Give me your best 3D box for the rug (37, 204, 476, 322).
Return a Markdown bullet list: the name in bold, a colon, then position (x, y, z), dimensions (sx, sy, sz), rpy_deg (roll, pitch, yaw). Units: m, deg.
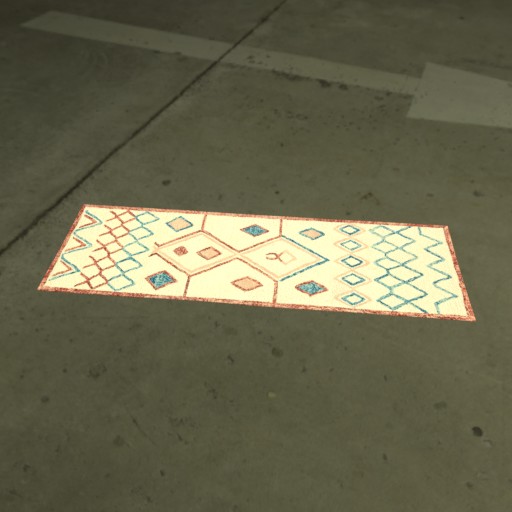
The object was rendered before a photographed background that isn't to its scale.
- **rug**: position (0.000, 0.000, 2.703), dimensions (2.435, 0.011, 0.750), rpy_deg (4, 47, 3)
